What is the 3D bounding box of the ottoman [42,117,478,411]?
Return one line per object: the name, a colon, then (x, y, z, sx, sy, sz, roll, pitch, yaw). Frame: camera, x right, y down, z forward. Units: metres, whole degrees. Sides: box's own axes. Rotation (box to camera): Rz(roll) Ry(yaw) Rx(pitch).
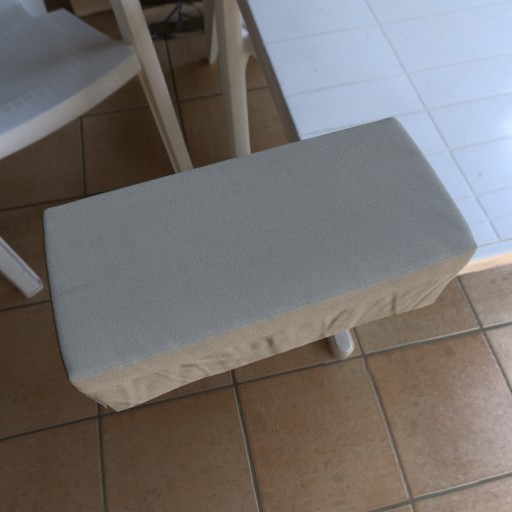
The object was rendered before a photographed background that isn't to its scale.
ottoman: (0.000, 0.000, 1.655, 1.388, 0.457, 0.665, -17, 64, -9)
